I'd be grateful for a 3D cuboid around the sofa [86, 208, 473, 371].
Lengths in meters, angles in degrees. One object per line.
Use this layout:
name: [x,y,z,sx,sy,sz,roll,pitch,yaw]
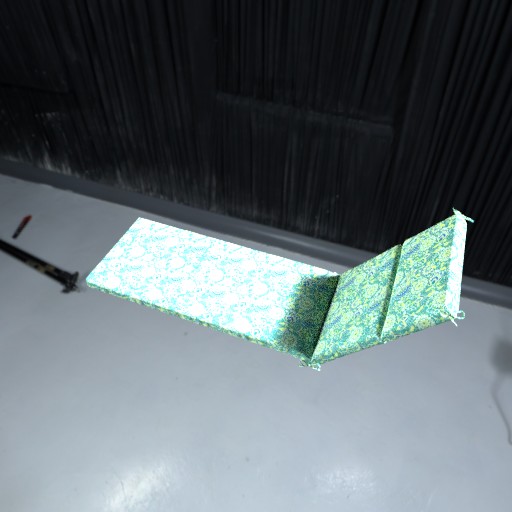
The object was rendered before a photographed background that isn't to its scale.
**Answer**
sofa: [0.000,0.000,2.009,1.663,0.622,0.582,16,48,15]
